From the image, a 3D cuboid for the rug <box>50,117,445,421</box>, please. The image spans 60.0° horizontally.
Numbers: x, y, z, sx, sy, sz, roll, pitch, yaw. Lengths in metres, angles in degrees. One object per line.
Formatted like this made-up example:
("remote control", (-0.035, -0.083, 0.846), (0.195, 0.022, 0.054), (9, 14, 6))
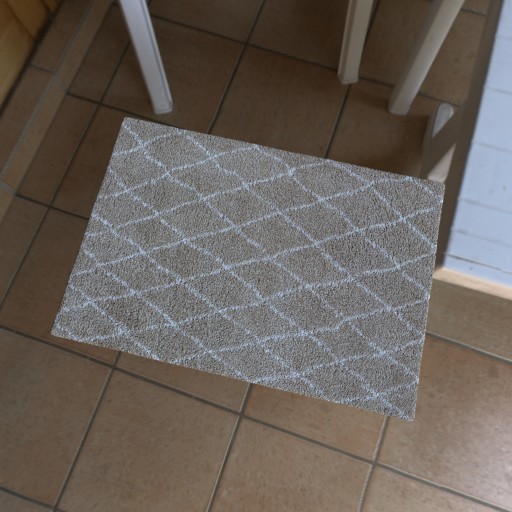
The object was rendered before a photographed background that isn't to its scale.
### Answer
("rug", (0.000, 0.000, 2.255), (1.778, 0.030, 1.219), (13, 76, 3))
